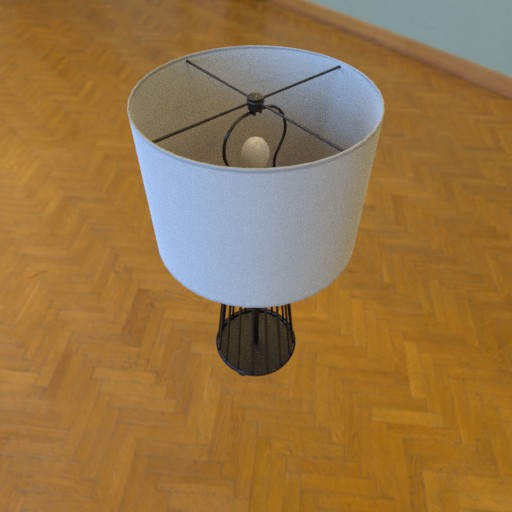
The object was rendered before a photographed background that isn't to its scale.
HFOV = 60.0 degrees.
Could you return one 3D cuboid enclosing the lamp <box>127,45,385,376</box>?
[{"bbox_3d":[0.000,0.000,0.778,0.322,0.593,0.322,-31,54,-26],"label":"lamp"}]
